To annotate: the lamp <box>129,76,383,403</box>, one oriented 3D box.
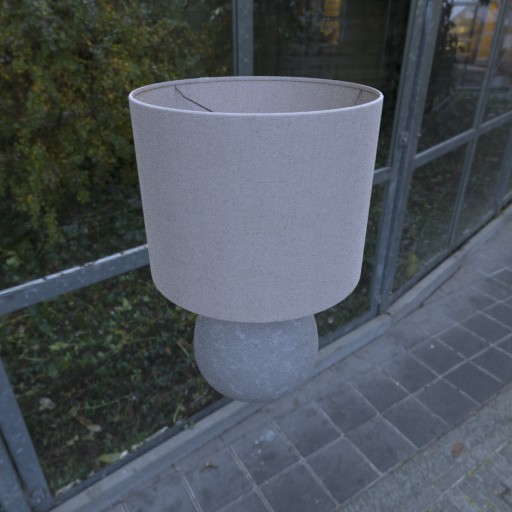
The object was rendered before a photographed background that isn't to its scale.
[{"bbox_3d":[0.000,0.000,0.578,0.269,0.409,0.269,-10,30,-17],"label":"lamp"}]
